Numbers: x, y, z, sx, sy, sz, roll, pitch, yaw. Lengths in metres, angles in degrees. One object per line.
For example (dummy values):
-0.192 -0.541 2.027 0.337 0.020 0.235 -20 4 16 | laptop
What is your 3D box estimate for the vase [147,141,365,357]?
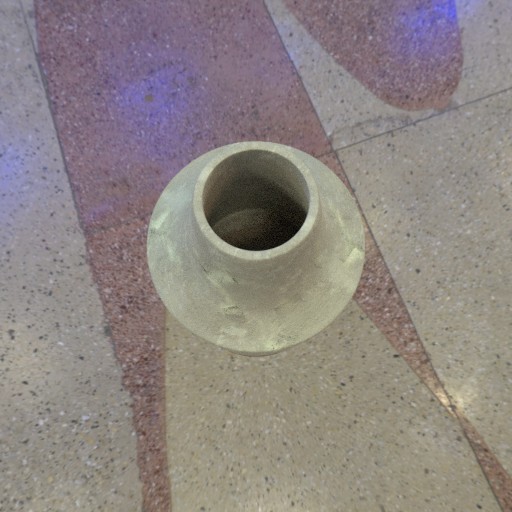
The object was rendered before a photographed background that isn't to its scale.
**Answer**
0.000 0.000 0.424 0.184 0.305 0.184 0 76 0 | vase
